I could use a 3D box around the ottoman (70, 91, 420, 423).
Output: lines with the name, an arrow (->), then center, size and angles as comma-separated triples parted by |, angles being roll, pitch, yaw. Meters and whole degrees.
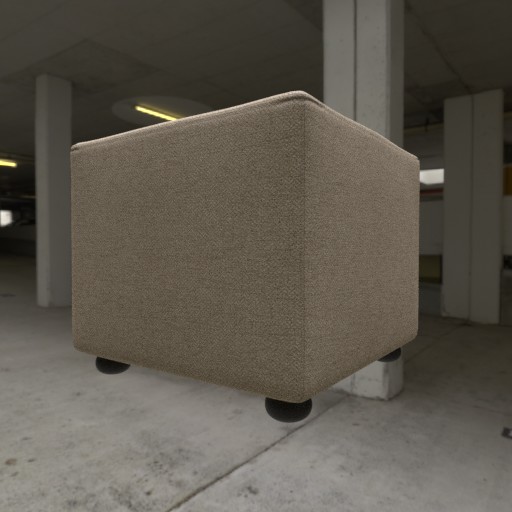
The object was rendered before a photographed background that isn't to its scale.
ottoman -> 0.000, 0.000, 0.868 | 0.508, 0.432, 0.508 | 1, 1, 36
